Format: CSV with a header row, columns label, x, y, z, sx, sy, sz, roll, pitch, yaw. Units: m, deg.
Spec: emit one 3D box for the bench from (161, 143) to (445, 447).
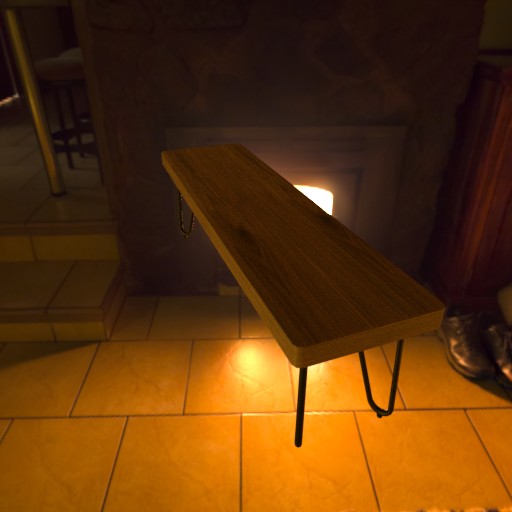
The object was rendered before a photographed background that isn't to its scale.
label,x,y,z,sx,sy,sz,roll,pitch,yaw
bench,0.000,0.000,1.786,0.425,0.462,1.570,-11,32,-18
